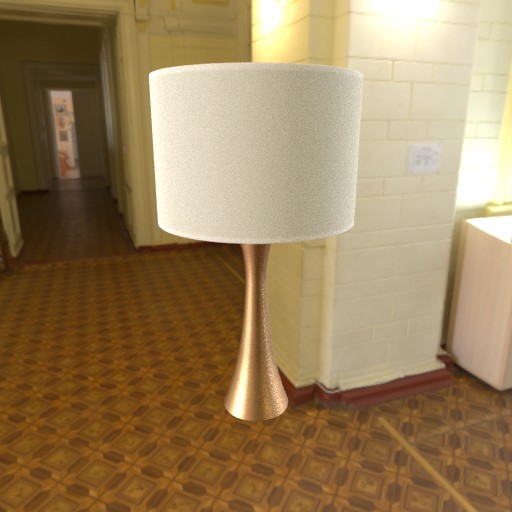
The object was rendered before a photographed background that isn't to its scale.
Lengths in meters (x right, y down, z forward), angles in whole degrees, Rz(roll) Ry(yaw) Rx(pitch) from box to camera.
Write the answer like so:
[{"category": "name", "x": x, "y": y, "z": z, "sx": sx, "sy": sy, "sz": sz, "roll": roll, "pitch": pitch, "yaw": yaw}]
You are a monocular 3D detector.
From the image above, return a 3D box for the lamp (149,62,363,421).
[{"category": "lamp", "x": 0.000, "y": 0.000, "z": 0.636, "sx": 0.268, "sy": 0.479, "sz": 0.268, "roll": 7, "pitch": 18, "yaw": 23}]
